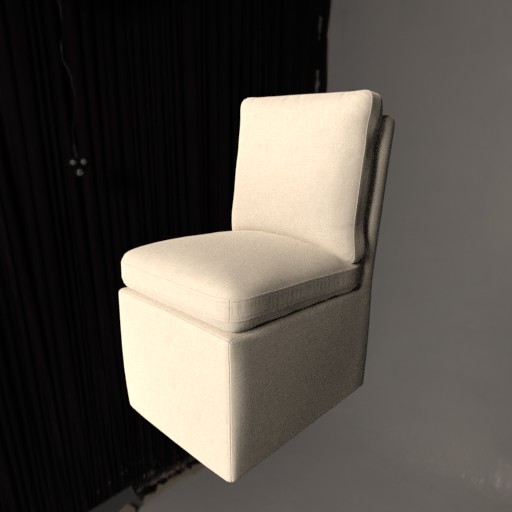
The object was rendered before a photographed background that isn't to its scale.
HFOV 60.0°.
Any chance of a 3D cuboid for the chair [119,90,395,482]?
[{"bbox_3d":[0.000,0.000,1.319,0.503,0.927,0.698,15,22,42],"label":"chair"}]
